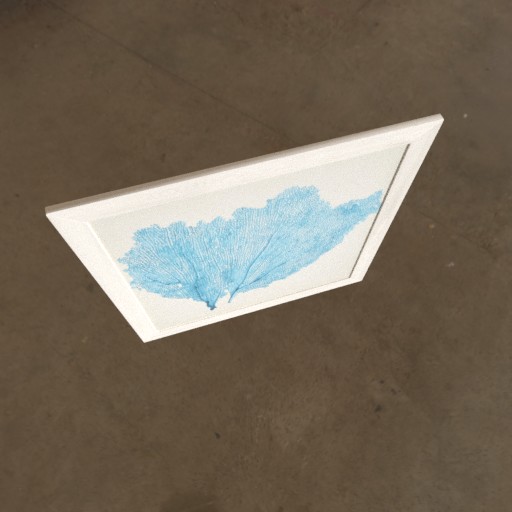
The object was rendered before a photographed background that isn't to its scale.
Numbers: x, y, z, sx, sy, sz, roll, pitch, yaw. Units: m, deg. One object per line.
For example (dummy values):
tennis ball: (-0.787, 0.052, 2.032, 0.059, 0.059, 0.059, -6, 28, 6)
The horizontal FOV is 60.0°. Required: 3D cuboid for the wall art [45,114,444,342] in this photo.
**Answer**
wall art: (0.000, 0.000, 0.884, 0.584, 0.584, 0.013, -15, 63, -8)
